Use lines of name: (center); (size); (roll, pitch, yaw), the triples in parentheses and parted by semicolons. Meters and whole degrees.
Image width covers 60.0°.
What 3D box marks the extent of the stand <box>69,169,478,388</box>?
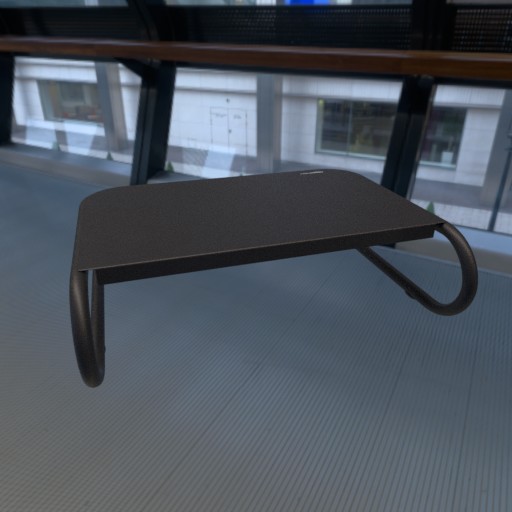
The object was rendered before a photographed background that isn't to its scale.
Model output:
stand: (0.000, 0.000, 0.501); (0.370, 0.108, 0.280); (-8, 28, -15)
